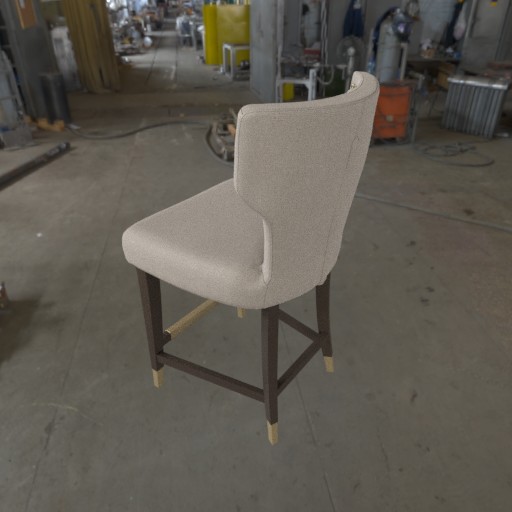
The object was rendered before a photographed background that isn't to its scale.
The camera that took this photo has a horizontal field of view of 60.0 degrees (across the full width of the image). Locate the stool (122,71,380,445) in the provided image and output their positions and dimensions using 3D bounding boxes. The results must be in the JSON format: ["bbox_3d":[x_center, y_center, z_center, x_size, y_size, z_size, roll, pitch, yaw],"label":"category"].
[{"bbox_3d":[0.000,0.000,1.300,0.563,0.982,0.527,21,37,31],"label":"stool"}]
